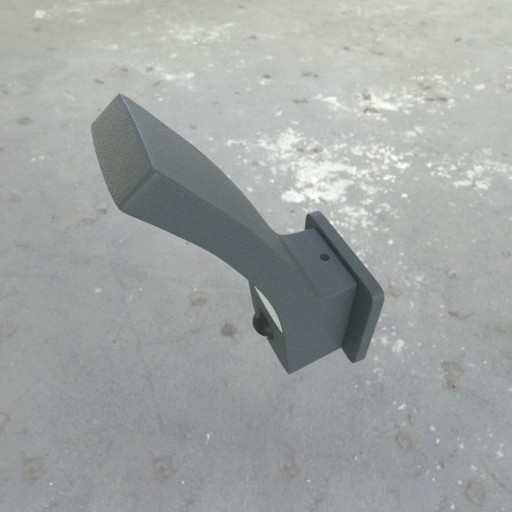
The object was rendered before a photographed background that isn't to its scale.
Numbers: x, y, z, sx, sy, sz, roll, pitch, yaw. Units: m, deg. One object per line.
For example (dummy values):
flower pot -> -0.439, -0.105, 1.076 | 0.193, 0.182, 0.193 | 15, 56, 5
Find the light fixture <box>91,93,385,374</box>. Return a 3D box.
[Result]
light fixture -> 0.000, 0.000, 0.324 | 0.174, 0.243, 0.108 | -17, 49, -16
